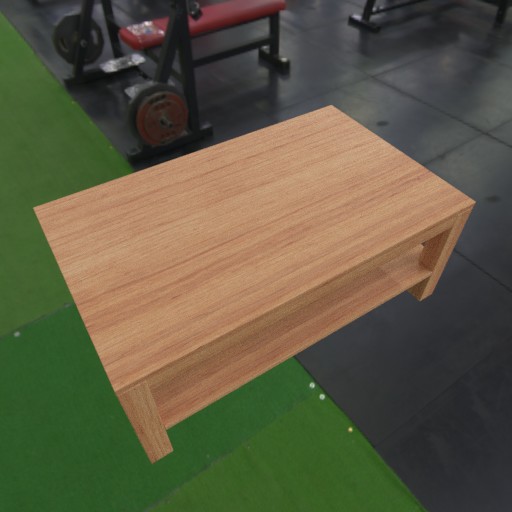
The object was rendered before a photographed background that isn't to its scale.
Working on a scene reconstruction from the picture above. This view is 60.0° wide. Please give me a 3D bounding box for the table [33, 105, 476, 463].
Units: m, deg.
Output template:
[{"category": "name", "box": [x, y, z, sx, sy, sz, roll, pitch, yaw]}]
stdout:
[{"category": "table", "box": [0.000, 0.000, 1.508, 1.146, 0.457, 0.695, -25, 52, -21]}]
